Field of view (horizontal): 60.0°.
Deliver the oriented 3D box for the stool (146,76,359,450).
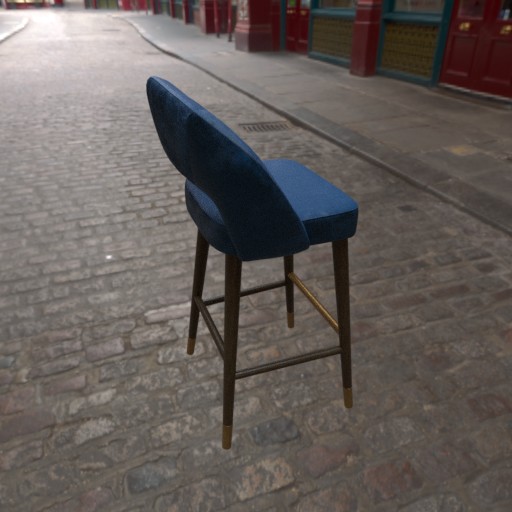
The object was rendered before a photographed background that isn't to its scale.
[{"bbox_3d":[0.000,0.000,1.322,0.515,1.016,0.514,-11,32,-19],"label":"stool"}]
